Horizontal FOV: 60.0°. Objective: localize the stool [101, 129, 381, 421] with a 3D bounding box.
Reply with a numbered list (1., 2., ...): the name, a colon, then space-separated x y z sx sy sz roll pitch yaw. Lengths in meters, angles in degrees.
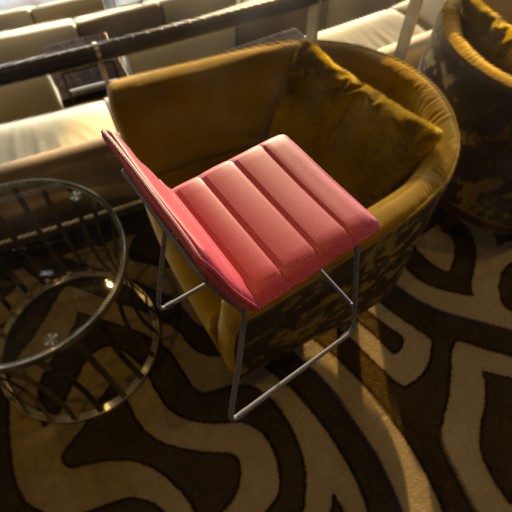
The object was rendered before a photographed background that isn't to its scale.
1. stool: 0.000 0.000 1.208 0.524 0.866 0.489 -31 62 -18
